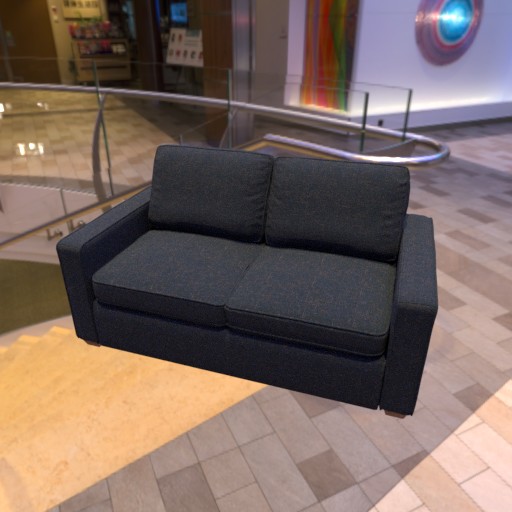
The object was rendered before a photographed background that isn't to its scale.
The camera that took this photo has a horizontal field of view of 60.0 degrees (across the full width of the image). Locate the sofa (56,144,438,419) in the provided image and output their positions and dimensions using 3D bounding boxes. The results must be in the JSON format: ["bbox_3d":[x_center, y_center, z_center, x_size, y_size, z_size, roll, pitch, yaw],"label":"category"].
[{"bbox_3d":[0.000,0.000,2.284,1.709,0.918,0.947,9,29,16],"label":"sofa"}]
